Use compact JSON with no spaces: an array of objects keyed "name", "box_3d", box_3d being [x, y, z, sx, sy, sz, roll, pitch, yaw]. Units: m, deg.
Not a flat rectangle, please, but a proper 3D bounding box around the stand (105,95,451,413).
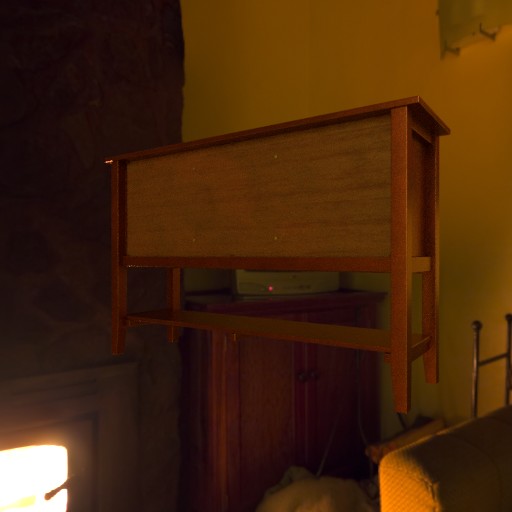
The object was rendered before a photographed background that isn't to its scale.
[{"name":"stand","box_3d":[0.000,0.000,1.756,1.362,0.872,0.410,0,0,35]}]
